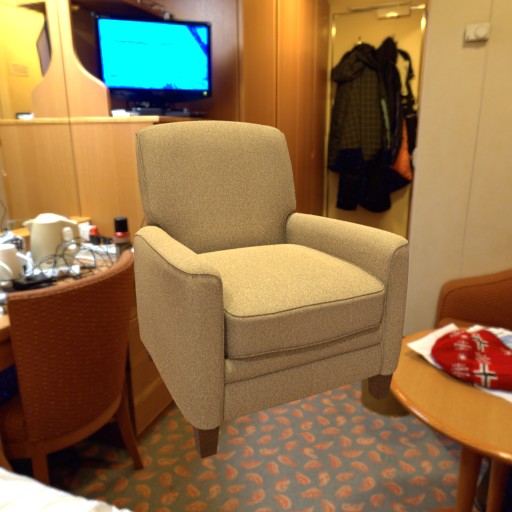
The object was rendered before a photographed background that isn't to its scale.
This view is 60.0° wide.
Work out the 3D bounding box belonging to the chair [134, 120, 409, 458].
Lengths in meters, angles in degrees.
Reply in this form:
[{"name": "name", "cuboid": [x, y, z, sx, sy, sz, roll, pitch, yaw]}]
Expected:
[{"name": "chair", "cuboid": [0.000, 0.000, 1.700, 0.848, 1.014, 0.864, -8, 17, -26]}]
